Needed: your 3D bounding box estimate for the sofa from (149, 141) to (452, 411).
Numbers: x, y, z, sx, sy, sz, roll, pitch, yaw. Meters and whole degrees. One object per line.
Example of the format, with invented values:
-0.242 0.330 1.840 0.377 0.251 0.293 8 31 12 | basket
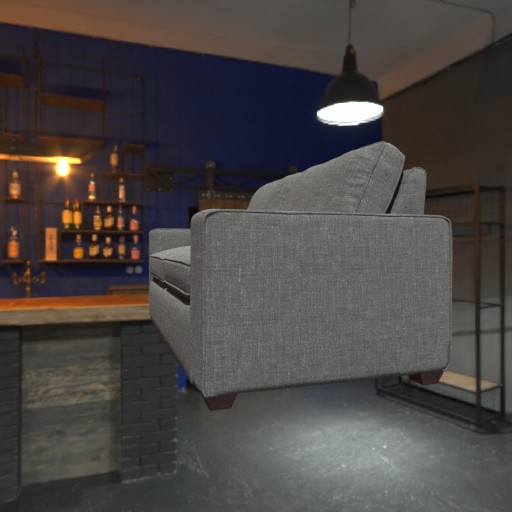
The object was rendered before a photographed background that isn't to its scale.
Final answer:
0.000 0.000 2.241 0.947 0.918 1.709 0 1 -19 | sofa
